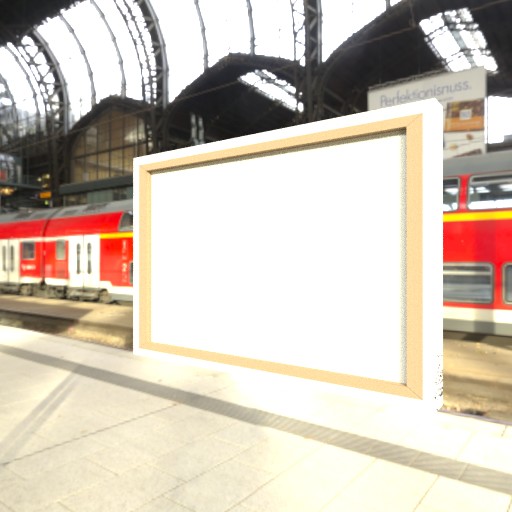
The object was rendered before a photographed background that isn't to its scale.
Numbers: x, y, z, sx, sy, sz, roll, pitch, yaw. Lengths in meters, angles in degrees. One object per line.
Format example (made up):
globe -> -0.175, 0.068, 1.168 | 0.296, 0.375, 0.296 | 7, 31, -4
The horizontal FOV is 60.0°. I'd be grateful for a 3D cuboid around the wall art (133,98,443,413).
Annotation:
wall art -> 0.000, 0.000, 0.776 | 0.608, 0.414, 0.042 | 0, 0, 36
